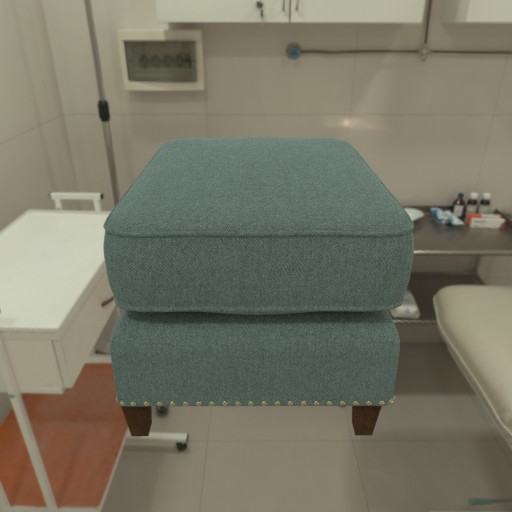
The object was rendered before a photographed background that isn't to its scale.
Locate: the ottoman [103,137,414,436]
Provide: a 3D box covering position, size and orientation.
[{"bbox_3d":[0.000,0.000,1.160,0.589,0.537,0.738,0,27,0],"label":"ottoman"}]
